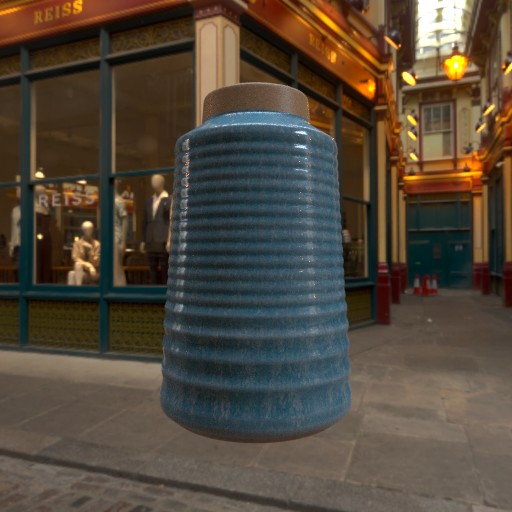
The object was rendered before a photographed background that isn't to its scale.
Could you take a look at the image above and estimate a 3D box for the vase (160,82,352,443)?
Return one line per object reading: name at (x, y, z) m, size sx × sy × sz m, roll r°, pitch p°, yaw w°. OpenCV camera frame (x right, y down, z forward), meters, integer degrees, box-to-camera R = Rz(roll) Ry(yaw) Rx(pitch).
vase at (0.000, 0.000, 0.384) m, size 0.163 × 0.267 × 0.163 m, roll 0°, pitch 0°, yaw 0°
